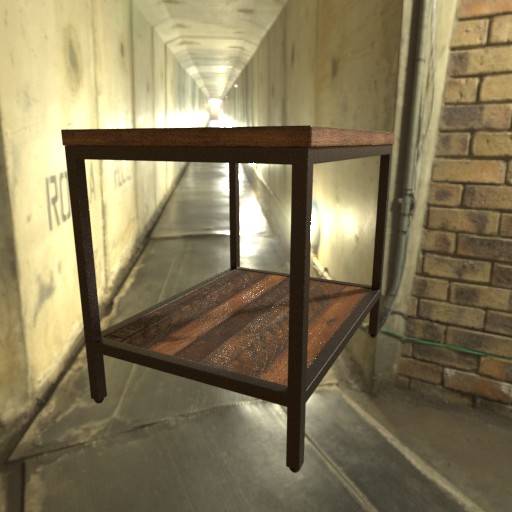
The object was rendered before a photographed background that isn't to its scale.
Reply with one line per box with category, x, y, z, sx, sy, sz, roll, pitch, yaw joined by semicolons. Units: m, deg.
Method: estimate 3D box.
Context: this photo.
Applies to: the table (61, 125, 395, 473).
table;0.000;0.000;1.131;0.524;0.612;0.678;7;16;26
